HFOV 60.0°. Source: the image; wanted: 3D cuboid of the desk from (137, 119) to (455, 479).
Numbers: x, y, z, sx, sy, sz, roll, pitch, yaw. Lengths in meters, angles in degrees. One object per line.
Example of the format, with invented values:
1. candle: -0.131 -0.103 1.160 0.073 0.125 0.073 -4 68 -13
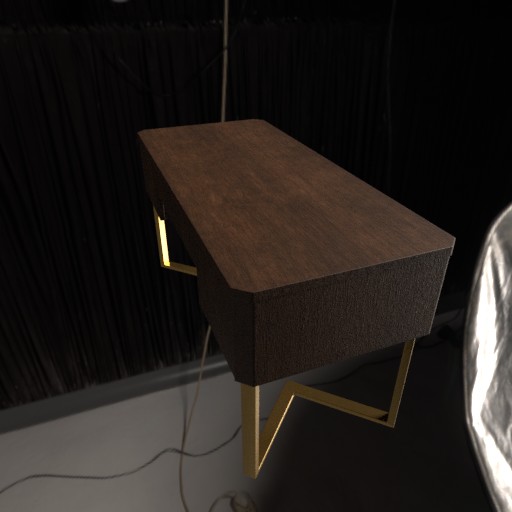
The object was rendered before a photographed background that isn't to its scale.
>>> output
1. desk: 0.000 0.000 1.892 0.684 0.762 1.479 -11 33 -18
